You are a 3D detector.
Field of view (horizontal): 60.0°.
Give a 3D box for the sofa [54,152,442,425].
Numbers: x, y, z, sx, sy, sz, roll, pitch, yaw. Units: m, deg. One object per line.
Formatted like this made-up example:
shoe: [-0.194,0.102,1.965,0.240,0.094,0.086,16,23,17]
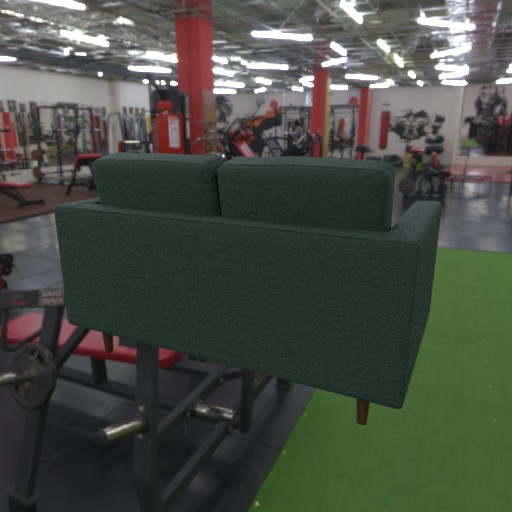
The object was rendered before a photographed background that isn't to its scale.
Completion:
sofa: [0.000,0.000,1.960,1.430,0.899,0.879,8,18,25]
